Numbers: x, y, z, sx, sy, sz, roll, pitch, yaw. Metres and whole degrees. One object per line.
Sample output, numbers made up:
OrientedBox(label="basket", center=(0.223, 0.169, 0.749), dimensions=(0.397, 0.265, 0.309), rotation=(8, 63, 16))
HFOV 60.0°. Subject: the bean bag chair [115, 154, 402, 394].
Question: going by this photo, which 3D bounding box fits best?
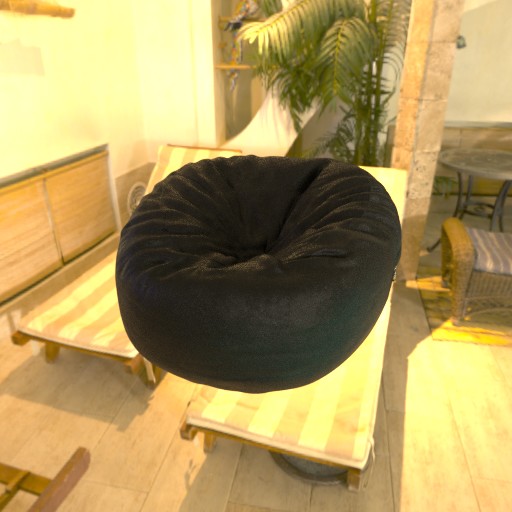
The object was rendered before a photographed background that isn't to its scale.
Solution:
OrientedBox(label="bean bag chair", center=(0.000, 0.000, 2.454), dimensions=(1.524, 0.878, 1.524), rotation=(7, 27, 15))
